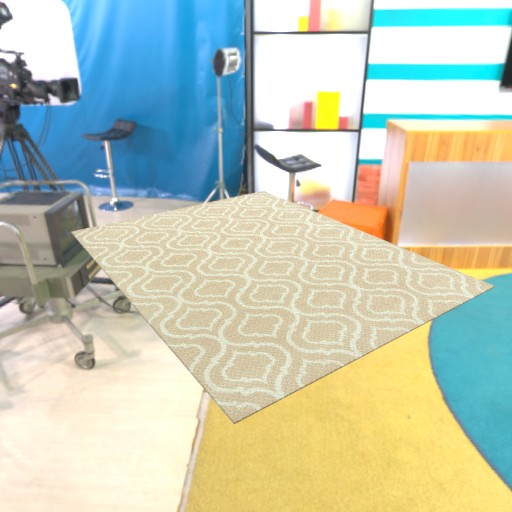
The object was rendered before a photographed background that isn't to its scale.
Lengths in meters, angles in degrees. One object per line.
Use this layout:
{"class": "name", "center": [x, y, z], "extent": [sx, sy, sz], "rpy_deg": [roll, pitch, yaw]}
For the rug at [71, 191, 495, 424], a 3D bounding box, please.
{"class": "rug", "center": [0.000, 0.000, 3.752], "extent": [2.286, 0.013, 2.894], "rpy_deg": [-17, 30, -31]}
